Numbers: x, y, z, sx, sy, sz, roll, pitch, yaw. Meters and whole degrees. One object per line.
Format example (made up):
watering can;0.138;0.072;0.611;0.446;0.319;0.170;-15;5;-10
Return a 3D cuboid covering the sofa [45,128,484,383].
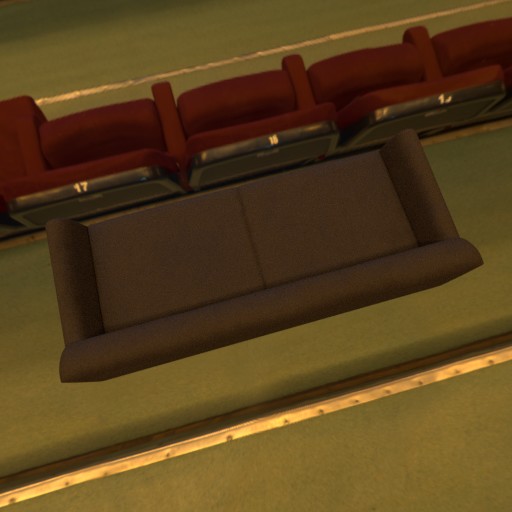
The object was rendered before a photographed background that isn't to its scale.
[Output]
sofa;0.000;0.000;2.622;2.190;0.740;0.900;-15;75;-4
